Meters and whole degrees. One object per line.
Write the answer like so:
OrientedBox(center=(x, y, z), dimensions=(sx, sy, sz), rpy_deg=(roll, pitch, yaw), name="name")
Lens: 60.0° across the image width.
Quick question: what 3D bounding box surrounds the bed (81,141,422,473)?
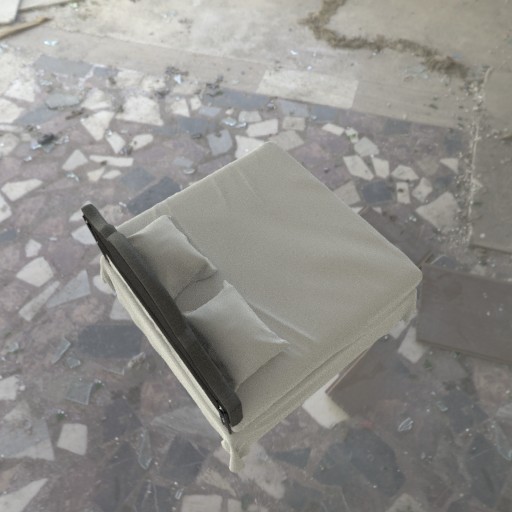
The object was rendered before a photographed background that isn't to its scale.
OrientedBox(center=(0.000, 0.000, 3.697), dimensions=(2.222, 1.631, 2.303), rpy_deg=(-34, 64, -19), name="bed")
